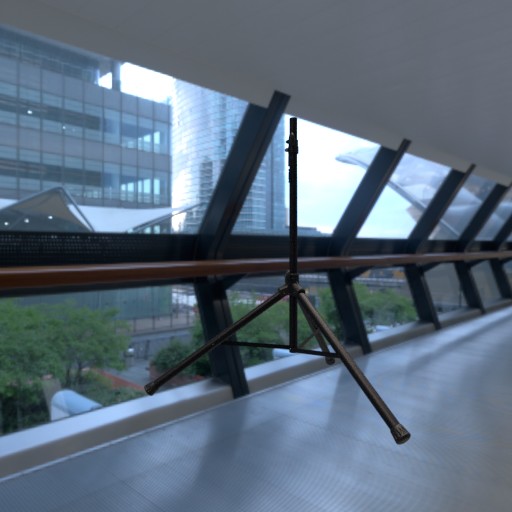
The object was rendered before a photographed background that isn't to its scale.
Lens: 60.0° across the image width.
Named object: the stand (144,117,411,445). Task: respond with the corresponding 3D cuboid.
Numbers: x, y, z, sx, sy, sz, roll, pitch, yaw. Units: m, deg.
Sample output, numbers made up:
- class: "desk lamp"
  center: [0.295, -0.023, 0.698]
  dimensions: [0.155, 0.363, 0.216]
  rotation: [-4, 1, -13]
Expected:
- class: "stand"
  center: [0.000, 0.000, 1.819]
  dimensions: [0.907, 1.136, 1.045]
  rotation: [0, 0, -1]
